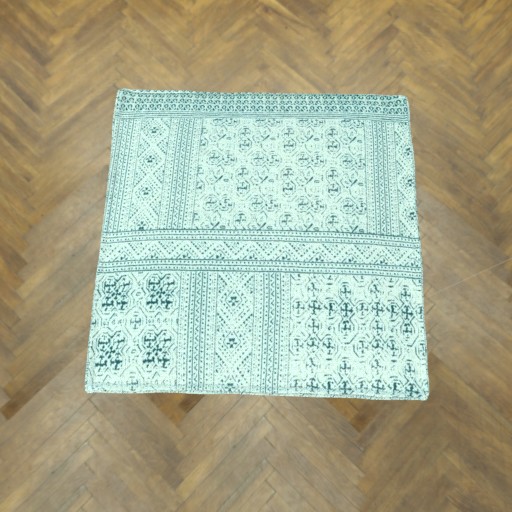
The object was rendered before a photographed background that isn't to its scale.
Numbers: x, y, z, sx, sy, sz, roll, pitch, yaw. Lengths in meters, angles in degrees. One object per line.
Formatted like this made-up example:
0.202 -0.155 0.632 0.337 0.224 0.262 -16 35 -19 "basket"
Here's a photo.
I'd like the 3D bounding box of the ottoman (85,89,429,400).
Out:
0.000 0.000 1.024 0.626 0.439 0.617 1 75 0 "ottoman"
